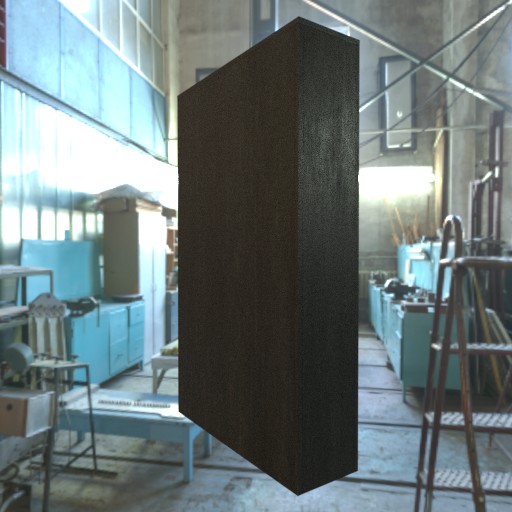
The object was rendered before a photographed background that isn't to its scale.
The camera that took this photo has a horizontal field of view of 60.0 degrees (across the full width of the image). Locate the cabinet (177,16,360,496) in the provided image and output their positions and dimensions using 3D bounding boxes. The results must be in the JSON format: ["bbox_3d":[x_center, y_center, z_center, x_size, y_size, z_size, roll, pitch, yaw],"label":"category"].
[{"bbox_3d":[0.000,0.000,1.560,0.250,1.280,0.750,-1,1,-35],"label":"cabinet"}]
